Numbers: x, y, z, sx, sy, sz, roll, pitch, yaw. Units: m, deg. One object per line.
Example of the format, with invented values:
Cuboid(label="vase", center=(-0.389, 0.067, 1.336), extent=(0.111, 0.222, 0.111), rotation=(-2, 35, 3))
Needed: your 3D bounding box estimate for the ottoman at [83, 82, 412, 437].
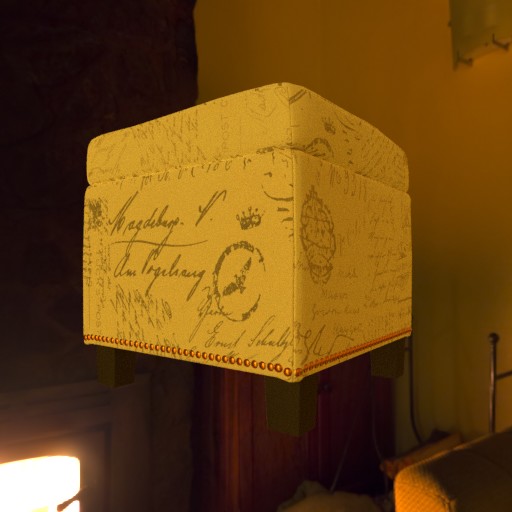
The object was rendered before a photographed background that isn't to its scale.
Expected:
Cuboid(label="ottoman", center=(0.000, 0.000, 0.831), extent=(0.450, 0.457, 0.449), rotation=(-1, -2, 37))
